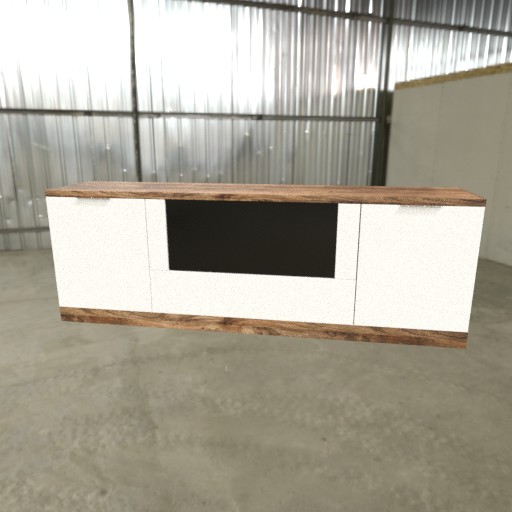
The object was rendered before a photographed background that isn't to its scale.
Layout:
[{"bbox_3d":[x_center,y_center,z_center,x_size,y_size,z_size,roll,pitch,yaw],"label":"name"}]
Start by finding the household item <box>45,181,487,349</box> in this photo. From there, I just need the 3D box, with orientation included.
[{"bbox_3d":[0.000,0.000,2.042,1.800,0.615,0.390,2,16,9],"label":"household item"}]
